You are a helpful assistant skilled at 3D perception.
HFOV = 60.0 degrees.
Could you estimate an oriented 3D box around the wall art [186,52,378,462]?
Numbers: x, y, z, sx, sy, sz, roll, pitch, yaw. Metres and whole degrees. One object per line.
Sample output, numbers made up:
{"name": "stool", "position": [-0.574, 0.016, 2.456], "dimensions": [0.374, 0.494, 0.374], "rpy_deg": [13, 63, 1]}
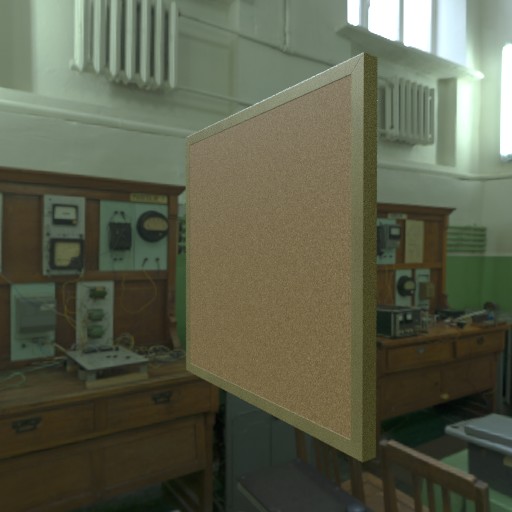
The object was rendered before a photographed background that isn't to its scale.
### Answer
{"name": "wall art", "position": [0.000, 0.000, 1.148], "dimensions": [0.037, 0.763, 0.763], "rpy_deg": [-1, 1, -34]}
